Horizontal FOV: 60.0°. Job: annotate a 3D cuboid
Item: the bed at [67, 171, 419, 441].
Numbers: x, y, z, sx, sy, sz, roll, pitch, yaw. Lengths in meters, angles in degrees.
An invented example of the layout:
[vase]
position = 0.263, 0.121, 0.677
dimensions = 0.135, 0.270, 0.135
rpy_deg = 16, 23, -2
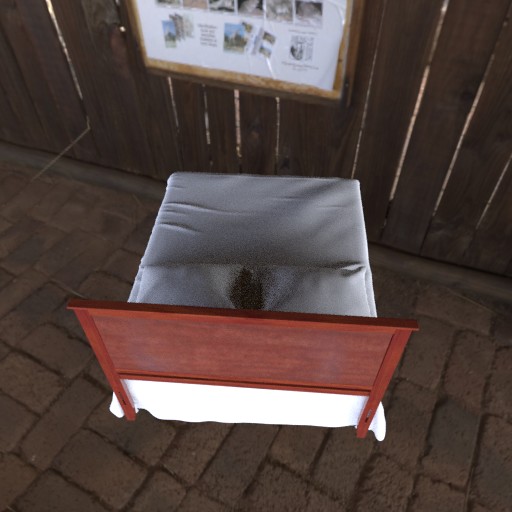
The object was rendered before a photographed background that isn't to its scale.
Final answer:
[bed]
position = 0.000, 0.000, 3.220
dimensions = 1.870, 1.270, 2.050
rpy_deg = 3, 46, 3
